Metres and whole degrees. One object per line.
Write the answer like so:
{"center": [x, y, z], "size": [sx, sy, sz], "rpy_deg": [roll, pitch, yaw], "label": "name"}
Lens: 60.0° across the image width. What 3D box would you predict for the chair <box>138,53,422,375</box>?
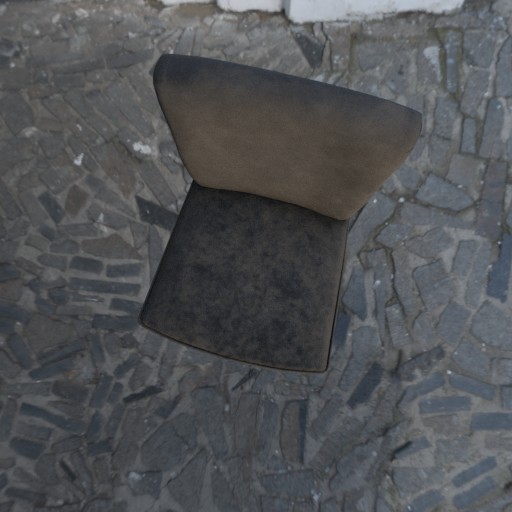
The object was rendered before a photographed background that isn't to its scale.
{"center": [0.000, 0.000, 1.172], "size": [0.521, 0.806, 0.554], "rpy_deg": [14, 77, 3], "label": "chair"}
